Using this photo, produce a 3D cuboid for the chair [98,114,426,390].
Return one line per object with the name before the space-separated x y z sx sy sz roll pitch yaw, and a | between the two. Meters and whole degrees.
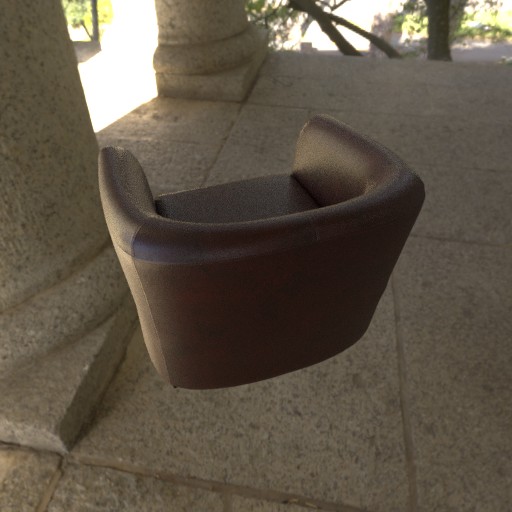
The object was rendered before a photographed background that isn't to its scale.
chair | 0.000 0.000 1.354 0.792 0.756 0.727 -13 43 -14
